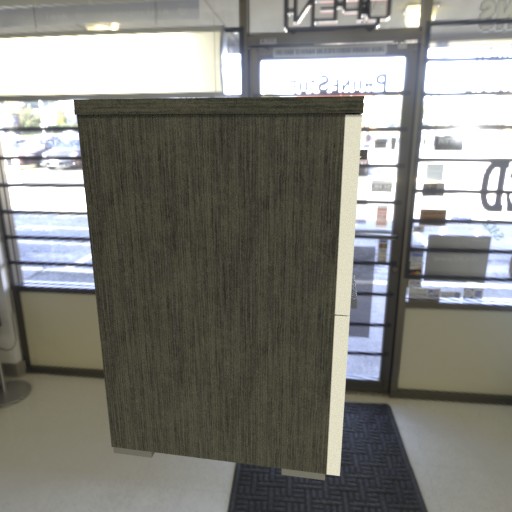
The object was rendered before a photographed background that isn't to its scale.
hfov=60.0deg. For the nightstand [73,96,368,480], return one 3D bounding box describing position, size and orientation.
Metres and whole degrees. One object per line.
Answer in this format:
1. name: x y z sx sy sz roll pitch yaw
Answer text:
1. nightstand: 0.000 0.000 0.725 0.325 0.460 0.441 3 16 10
